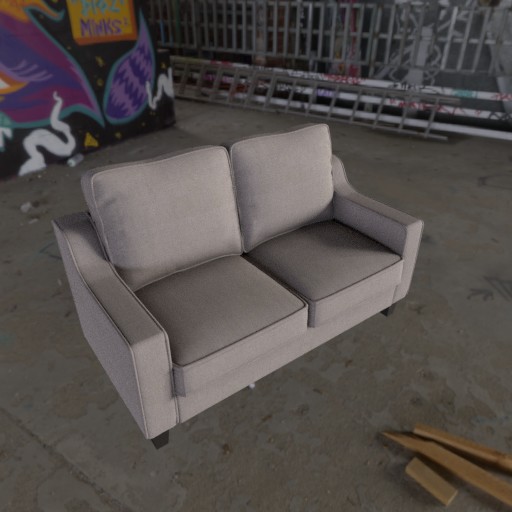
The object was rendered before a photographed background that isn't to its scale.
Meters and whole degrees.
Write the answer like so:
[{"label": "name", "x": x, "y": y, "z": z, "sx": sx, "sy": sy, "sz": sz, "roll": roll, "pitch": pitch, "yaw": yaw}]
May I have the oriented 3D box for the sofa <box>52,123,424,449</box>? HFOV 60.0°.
[{"label": "sofa", "x": 0.000, "y": 0.000, "z": 2.046, "sx": 1.500, "sy": 0.948, "sz": 0.791, "roll": -21, "pitch": 37, "yaw": -31}]
